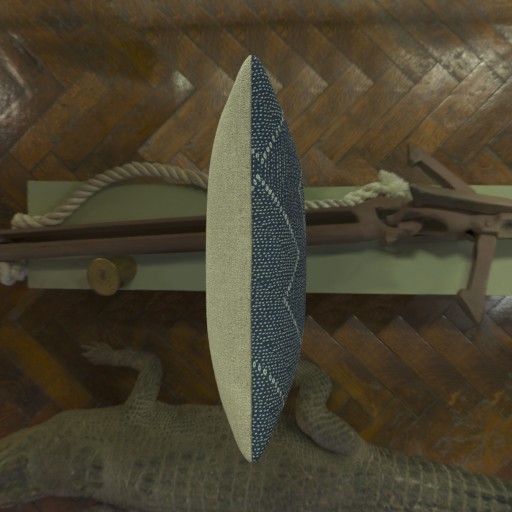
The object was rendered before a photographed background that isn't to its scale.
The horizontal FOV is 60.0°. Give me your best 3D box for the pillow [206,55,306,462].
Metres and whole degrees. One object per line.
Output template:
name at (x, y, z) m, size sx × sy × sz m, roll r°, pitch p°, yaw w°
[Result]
pillow at (0.000, 0.000, 0.675) m, size 0.148 × 0.428 × 0.435 m, roll 0°, pitch 91°, yaw 0°
